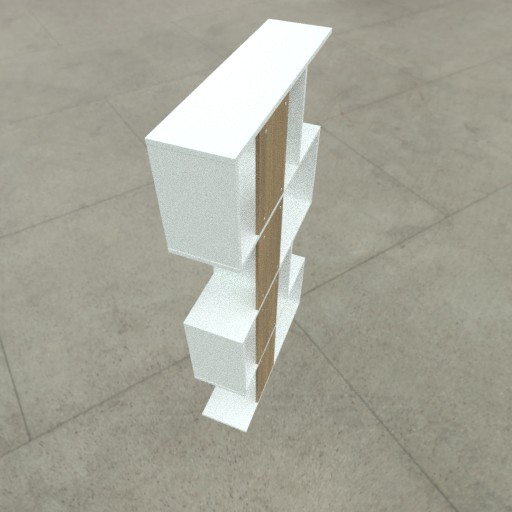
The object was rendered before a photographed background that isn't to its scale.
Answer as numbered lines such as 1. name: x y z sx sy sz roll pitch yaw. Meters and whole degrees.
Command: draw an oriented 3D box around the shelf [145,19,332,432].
1. shelf: 0.000 0.000 1.969 0.250 1.650 0.890 16 49 15
